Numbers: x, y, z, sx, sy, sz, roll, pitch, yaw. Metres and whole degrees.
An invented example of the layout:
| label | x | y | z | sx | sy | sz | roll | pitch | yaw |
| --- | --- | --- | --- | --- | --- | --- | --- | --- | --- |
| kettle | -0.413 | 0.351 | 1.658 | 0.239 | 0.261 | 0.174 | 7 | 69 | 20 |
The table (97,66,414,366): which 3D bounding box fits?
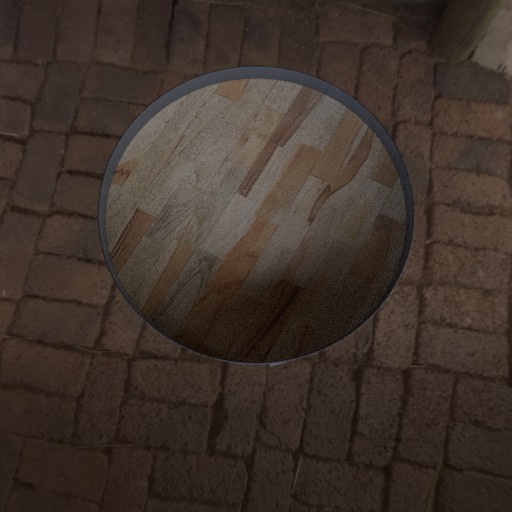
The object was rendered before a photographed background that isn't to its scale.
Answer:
| label | x | y | z | sx | sy | sz | roll | pitch | yaw |
| --- | --- | --- | --- | --- | --- | --- | --- | --- | --- |
| table | 0.000 | 0.000 | 0.841 | 0.406 | 0.559 | 0.406 | 0 | 76 | 0 |
